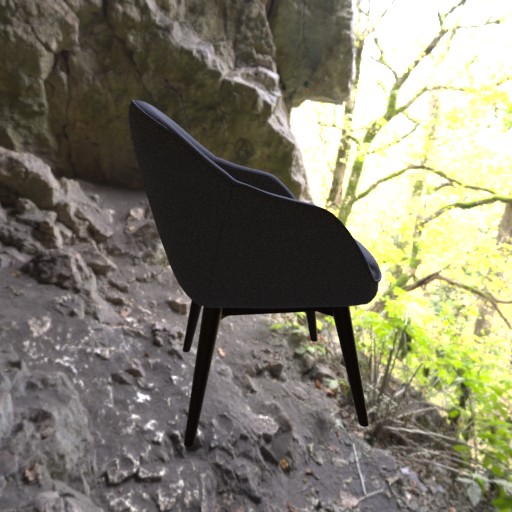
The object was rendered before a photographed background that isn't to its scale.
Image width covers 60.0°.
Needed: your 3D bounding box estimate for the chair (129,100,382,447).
[{"bbox_3d":[0.000,0.000,1.224,0.611,0.810,0.589,-3,18,-9],"label":"chair"}]
